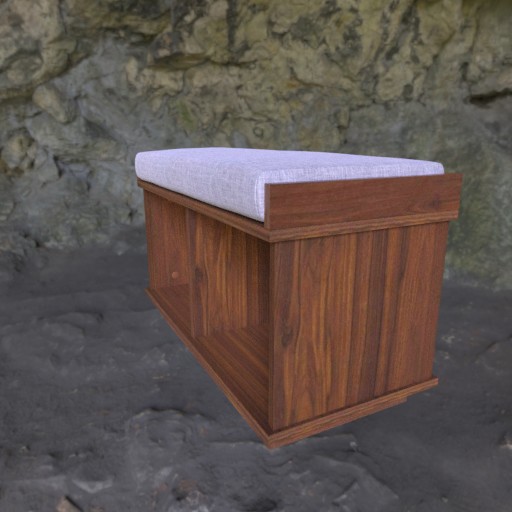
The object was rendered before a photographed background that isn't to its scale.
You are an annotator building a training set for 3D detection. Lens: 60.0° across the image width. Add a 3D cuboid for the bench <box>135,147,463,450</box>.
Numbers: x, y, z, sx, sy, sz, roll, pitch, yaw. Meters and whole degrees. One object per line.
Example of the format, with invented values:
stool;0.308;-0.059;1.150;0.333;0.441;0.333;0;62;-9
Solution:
bench;0.000;0.000;0.992;0.362;0.461;0.734;-8;17;-26
